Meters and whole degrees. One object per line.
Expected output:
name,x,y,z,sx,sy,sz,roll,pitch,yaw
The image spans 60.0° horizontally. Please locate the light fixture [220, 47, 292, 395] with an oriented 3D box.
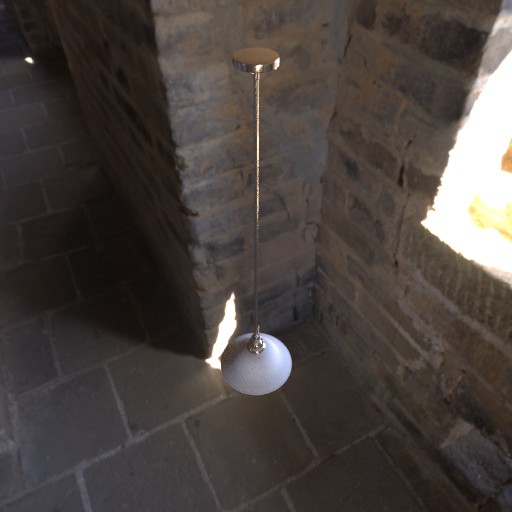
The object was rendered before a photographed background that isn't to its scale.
light fixture,0.000,0.000,1.546,0.324,1.354,0.324,11,45,11
